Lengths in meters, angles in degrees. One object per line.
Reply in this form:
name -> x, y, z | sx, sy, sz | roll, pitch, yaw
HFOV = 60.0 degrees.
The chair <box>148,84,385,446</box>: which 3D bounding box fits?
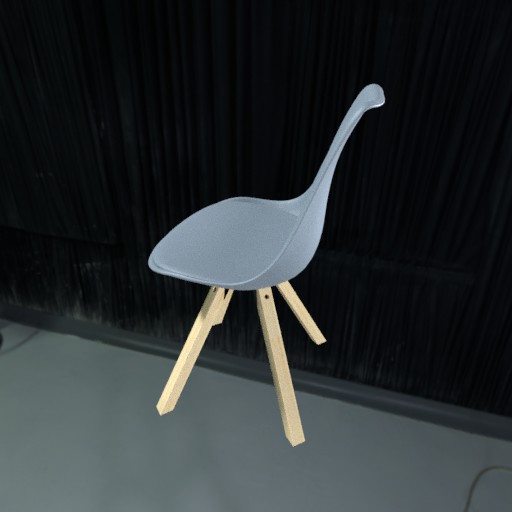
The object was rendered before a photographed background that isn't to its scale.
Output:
chair -> 0.000, 0.000, 1.179 | 0.549, 0.850, 0.485 | 8, 31, 13
